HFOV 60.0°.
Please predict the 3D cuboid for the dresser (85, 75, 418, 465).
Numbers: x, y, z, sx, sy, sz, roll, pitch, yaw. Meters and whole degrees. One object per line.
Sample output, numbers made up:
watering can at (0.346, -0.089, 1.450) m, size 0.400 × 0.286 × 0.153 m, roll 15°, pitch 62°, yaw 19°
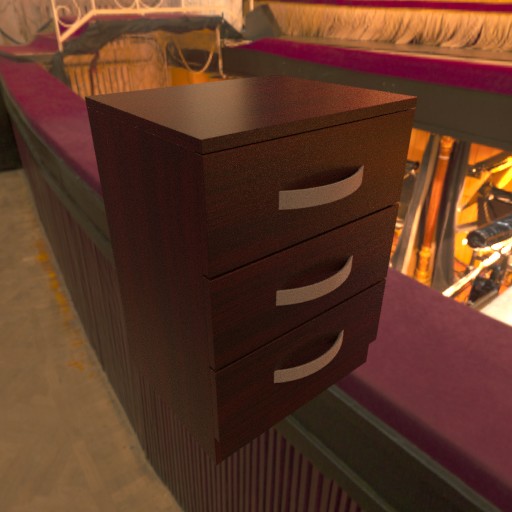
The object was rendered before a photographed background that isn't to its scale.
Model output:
dresser at (0.000, 0.000, 0.821) m, size 0.400 × 0.560 × 0.360 m, roll -22°, pitch 36°, yaw -33°
